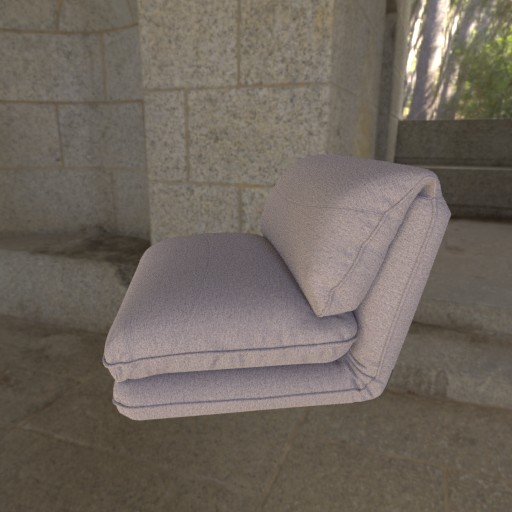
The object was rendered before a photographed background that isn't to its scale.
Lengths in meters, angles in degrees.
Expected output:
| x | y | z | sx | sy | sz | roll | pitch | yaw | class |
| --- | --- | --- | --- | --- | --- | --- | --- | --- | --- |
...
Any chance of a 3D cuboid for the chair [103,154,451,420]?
| x | y | z | sx | sy | sz | roll | pitch | yaw | class |
| --- | --- | --- | --- | --- | --- | --- | --- | --- | --- |
| 0.000 | 0.000 | 1.333 | 0.780 | 0.580 | 0.820 | -2 | 15 | -7 | chair |
